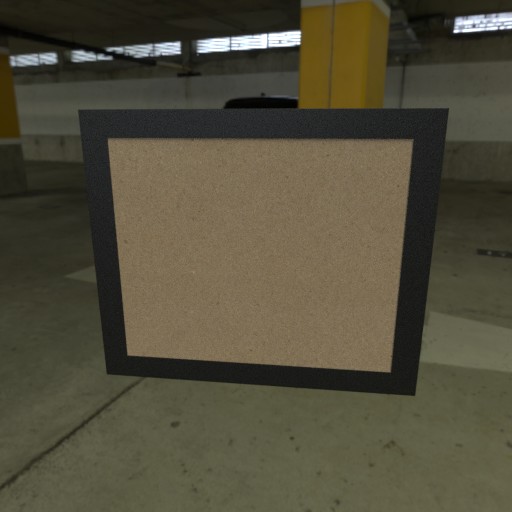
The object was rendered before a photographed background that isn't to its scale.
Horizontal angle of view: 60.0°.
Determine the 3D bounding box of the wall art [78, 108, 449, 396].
[{"bbox_3d":[0.000,0.000,0.511,0.381,0.321,0.028,2,17,7],"label":"wall art"}]
